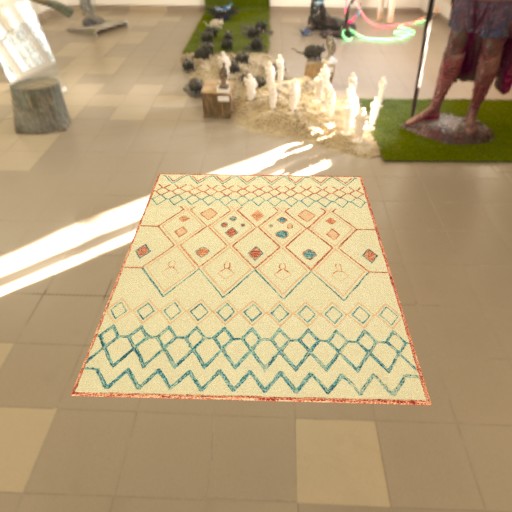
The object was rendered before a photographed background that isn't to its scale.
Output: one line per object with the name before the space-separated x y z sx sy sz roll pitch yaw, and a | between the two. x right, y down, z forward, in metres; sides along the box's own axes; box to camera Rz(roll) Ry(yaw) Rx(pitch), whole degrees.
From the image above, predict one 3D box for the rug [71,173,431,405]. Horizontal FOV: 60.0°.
rug | 0.000 0.000 4.164 2.441 0.016 3.050 1 40 1
